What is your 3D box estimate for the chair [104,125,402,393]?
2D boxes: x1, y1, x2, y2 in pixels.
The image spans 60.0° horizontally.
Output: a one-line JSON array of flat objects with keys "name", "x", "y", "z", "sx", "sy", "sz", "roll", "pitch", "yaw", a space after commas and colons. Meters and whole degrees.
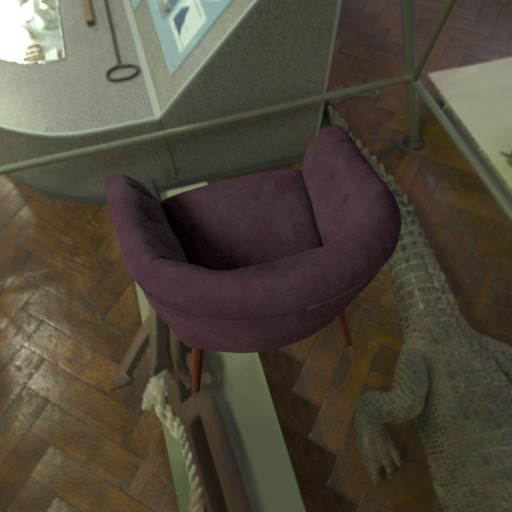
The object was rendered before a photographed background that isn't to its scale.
[{"name": "chair", "x": 0.000, "y": 0.000, "z": 1.510, "sx": 0.851, "sy": 0.885, "sz": 0.776, "roll": -15, "pitch": 60, "yaw": -9}]
